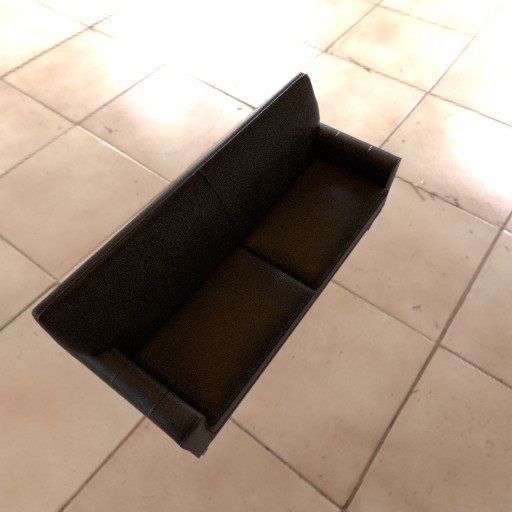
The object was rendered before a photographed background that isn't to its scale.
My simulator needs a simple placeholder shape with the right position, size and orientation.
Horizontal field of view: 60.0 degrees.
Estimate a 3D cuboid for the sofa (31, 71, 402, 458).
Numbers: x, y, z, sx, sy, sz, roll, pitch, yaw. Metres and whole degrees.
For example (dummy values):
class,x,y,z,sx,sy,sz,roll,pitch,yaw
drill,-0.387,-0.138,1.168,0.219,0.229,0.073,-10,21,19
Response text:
class,x,y,z,sx,sy,sz,roll,pitch,yaw
sofa,0.000,0.000,2.509,0.805,0.947,2.053,31,62,19
